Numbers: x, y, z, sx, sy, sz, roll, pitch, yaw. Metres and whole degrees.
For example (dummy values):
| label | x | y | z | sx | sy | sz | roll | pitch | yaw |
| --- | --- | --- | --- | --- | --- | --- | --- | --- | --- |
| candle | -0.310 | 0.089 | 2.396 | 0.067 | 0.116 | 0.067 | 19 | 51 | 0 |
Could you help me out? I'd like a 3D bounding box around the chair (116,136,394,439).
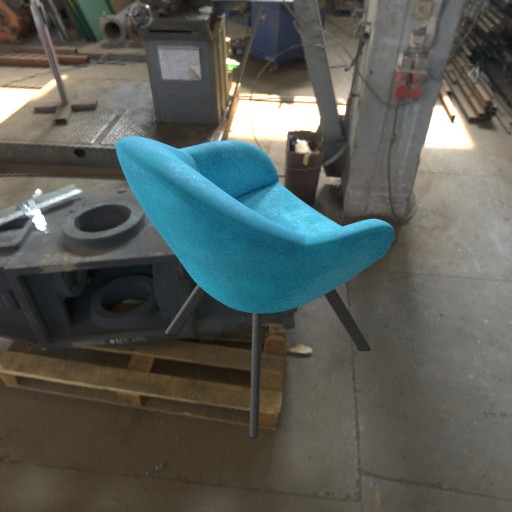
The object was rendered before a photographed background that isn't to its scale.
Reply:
| label | x | y | z | sx | sy | sz | roll | pitch | yaw |
| --- | --- | --- | --- | --- | --- | --- | --- | --- | --- |
| chair | 0.000 | 0.000 | 1.208 | 0.590 | 0.795 | 0.550 | -28 | 48 | -28 |
